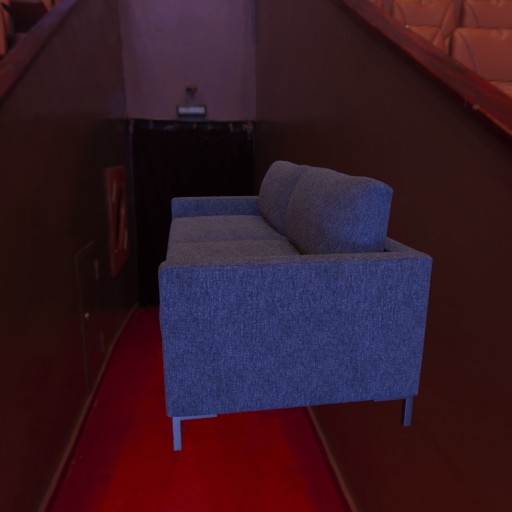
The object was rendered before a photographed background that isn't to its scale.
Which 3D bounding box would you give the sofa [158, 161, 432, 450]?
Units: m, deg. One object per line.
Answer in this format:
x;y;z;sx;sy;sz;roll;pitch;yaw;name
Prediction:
0.000;0.000;2.170;0.866;0.862;1.716;-2;14;-9;sofa
